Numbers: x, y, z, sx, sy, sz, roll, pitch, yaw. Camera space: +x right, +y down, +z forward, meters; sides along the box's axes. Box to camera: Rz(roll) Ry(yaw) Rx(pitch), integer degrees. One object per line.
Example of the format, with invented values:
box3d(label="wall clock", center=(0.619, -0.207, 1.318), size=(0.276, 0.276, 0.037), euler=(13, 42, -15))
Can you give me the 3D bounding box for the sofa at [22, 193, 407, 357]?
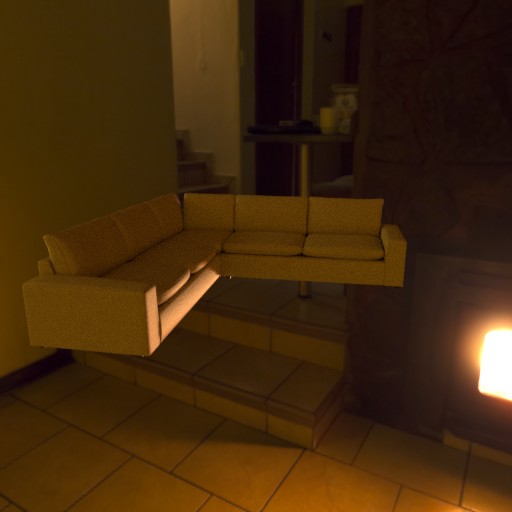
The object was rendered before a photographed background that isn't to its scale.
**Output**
box3d(label="sofa", center=(0.000, 0.000, 4.017), size=(2.742, 0.800, 2.622), euler=(3, 15, 10))
